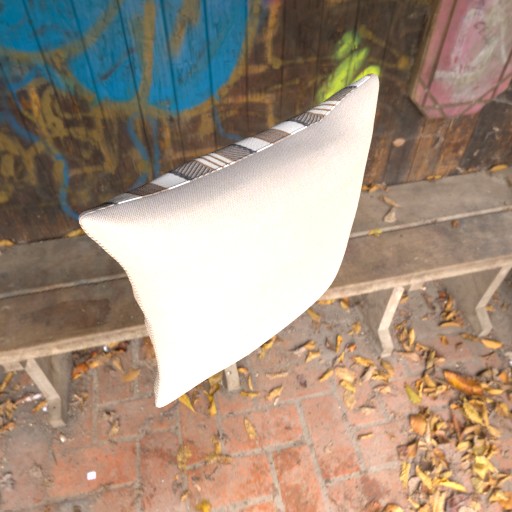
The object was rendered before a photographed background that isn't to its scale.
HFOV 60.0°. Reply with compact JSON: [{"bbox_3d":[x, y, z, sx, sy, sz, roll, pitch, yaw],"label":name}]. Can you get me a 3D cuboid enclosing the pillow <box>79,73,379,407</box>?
[{"bbox_3d":[0.000,0.000,0.625,0.416,0.401,0.173,-33,55,-27],"label":"pillow"}]
